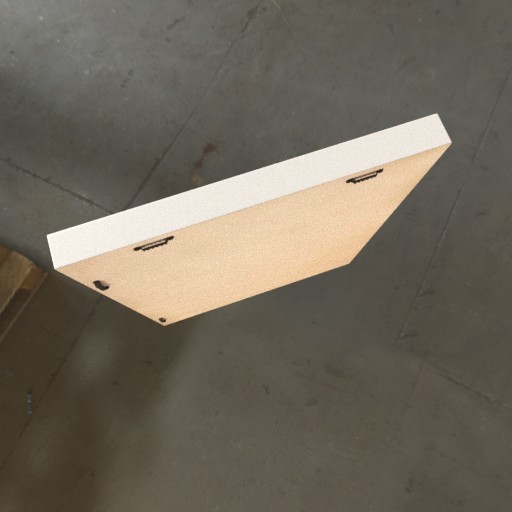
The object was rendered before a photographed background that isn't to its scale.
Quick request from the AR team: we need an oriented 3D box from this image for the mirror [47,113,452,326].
[{"bbox_3d":[0.000,0.000,0.677,0.405,0.508,0.041,-18,76,-5],"label":"mirror"}]
